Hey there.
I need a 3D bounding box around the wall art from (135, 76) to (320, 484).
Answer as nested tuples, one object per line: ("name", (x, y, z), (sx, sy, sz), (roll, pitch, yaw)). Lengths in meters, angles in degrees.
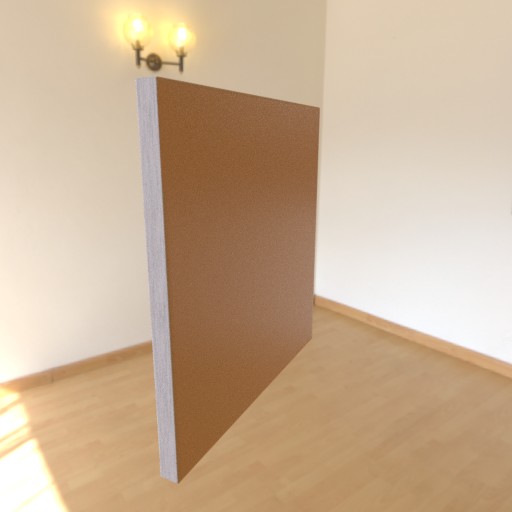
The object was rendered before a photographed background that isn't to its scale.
("wall art", (0.000, 0.000, 1.903), (0.078, 1.288, 1.287), (7, 16, 26))
